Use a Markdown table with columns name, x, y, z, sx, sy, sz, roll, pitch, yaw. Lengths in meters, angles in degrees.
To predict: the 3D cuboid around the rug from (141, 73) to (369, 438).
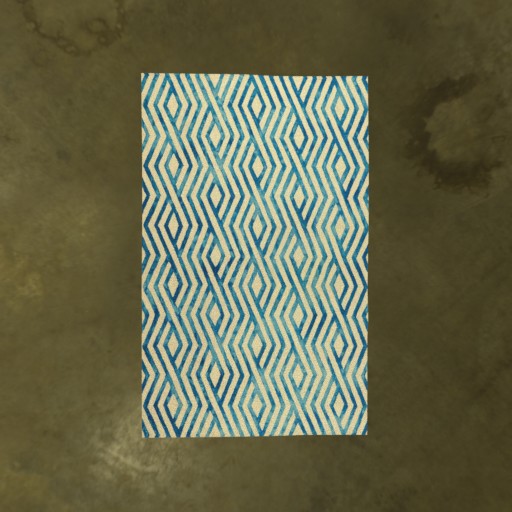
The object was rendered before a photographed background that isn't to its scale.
| name | x | y | z | sx | sy | sz | roll | pitch | yaw |
| --- | --- | --- | --- | --- | --- | --- | --- | --- | --- |
| rug | 0.000 | 0.000 | 2.990 | 1.531 | 0.008 | 2.439 | 0 | 90 | -2 |
